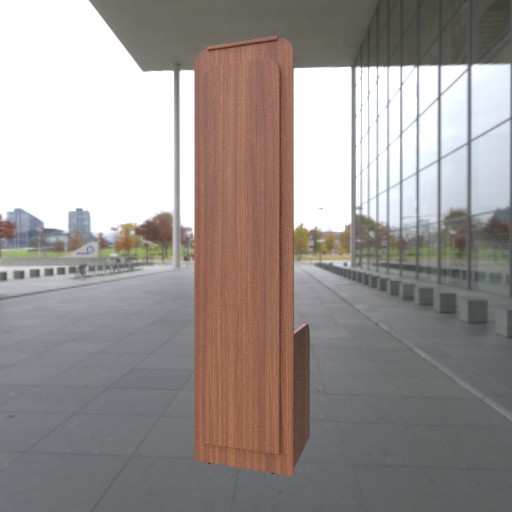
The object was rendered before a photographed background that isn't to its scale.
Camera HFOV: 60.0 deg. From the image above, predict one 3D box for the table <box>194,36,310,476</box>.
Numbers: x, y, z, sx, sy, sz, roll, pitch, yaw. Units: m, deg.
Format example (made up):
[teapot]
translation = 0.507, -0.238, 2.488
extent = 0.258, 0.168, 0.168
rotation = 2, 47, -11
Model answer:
[table]
translation = 0.000, 0.000, 2.083
extent = 0.450, 1.830, 0.420
rotation = 0, 0, 18
